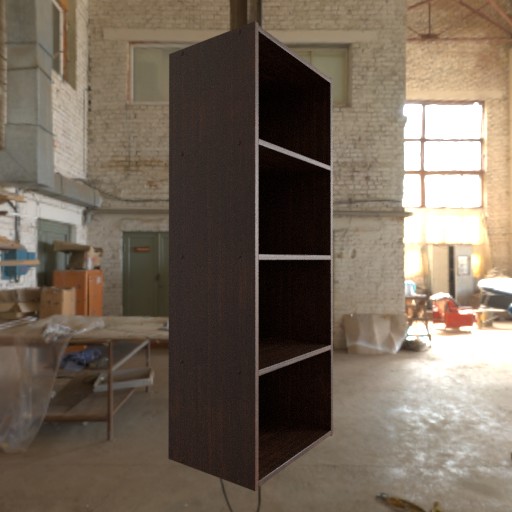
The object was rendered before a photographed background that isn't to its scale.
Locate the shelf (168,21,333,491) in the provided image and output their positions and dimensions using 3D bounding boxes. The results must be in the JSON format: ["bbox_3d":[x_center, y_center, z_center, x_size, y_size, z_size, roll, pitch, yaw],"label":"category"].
[{"bbox_3d":[0.000,0.000,1.286,0.290,1.099,0.415,0,-1,36],"label":"shelf"}]
